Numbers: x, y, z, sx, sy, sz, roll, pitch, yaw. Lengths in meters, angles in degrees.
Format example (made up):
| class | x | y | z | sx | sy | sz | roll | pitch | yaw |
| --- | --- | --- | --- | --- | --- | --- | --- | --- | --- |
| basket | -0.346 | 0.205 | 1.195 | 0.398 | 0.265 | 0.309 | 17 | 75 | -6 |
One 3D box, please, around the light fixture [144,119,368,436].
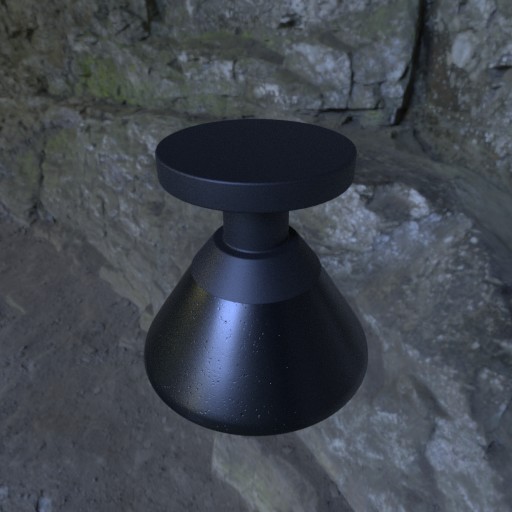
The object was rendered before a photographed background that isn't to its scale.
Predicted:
| class | x | y | z | sx | sy | sz | roll | pitch | yaw |
| --- | --- | --- | --- | --- | --- | --- | --- | --- | --- |
| light fixture | 0.000 | 0.000 | 0.358 | 0.200 | 0.183 | 0.200 | 0 | 32 | 0 |
